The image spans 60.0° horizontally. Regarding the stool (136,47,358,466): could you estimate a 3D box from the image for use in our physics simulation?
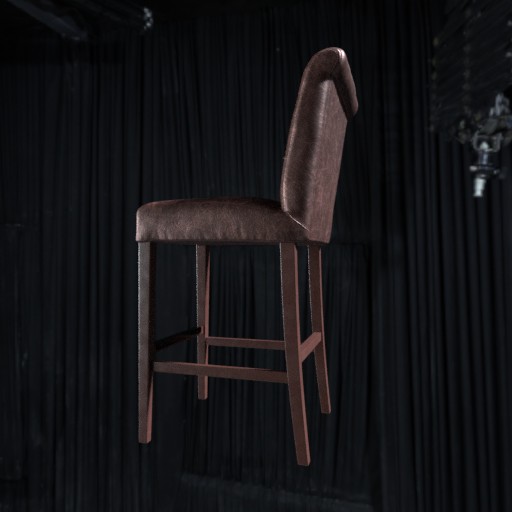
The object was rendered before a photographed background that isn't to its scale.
[{"bbox_3d":[0.000,0.000,1.517,0.659,1.168,0.483,0,0,17],"label":"stool"}]
